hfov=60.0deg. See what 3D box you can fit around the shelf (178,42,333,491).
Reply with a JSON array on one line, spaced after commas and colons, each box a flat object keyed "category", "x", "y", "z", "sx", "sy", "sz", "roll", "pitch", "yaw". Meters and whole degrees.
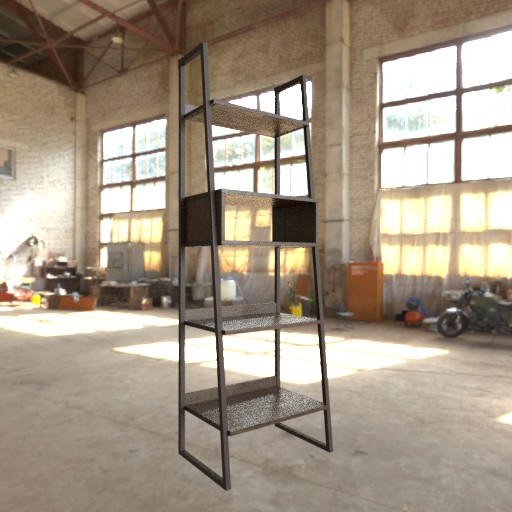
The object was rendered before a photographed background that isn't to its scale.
[{"category": "shelf", "x": 0.000, "y": 0.000, "z": 2.267, "sx": 0.652, "sy": 2.005, "sz": 0.454, "roll": 0, "pitch": 0, "yaw": -36}]
